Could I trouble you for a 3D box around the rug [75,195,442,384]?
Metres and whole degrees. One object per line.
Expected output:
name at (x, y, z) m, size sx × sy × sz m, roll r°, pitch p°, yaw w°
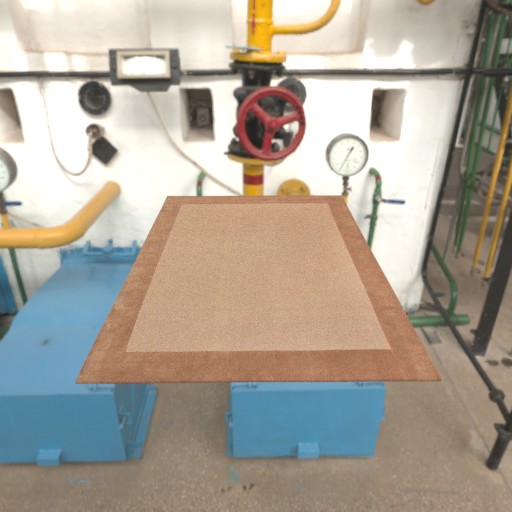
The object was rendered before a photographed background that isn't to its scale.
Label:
rug at (0.000, 0.000, 2.283) m, size 1.219 × 0.014 × 1.829 m, roll 0°, pitch 27°, yaw -1°
